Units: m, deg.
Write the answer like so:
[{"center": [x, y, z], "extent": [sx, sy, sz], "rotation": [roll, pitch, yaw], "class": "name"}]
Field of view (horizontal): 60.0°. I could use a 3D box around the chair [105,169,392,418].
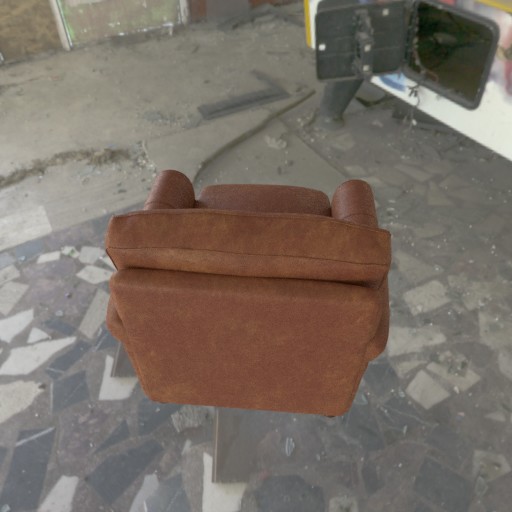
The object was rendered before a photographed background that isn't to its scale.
[{"center": [0.000, 0.000, 1.809], "extent": [0.983, 0.962, 0.986], "rotation": [4, 46, 3], "class": "chair"}]
